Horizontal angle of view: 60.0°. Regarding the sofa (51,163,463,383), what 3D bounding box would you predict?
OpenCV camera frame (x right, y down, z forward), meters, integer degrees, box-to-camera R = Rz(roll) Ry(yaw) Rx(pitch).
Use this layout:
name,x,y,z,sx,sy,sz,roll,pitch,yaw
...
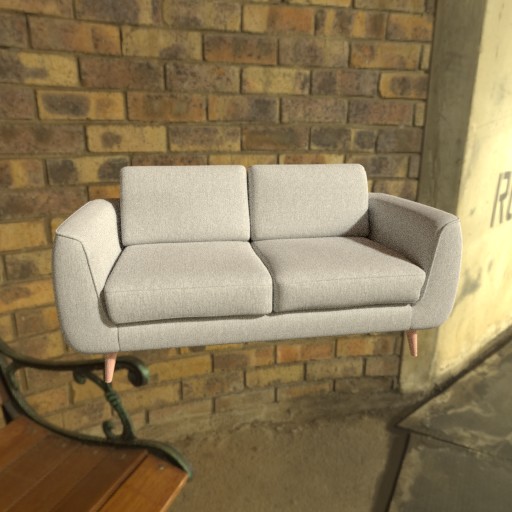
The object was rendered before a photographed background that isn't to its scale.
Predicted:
name,x,y,z,sx,sy,sz,roll,pitch,yaw
sofa,0.000,0.000,2.196,1.700,0.850,0.920,-3,15,-9
